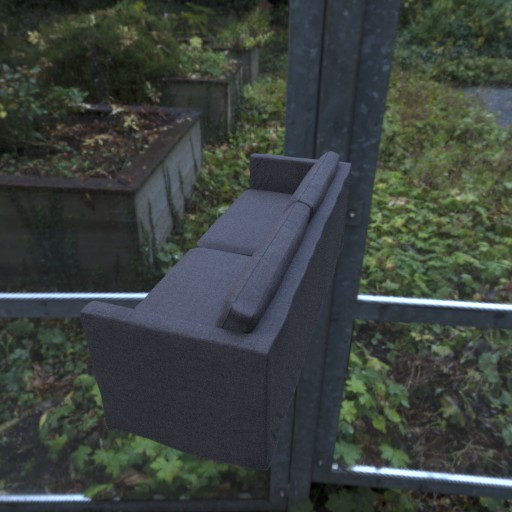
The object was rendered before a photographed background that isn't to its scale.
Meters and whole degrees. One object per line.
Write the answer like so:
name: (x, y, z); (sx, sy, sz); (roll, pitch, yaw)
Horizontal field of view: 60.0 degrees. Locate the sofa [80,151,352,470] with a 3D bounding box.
sofa: (0.000, 0.000, 3.368); (1.036, 0.998, 2.779); (9, 32, 16)
